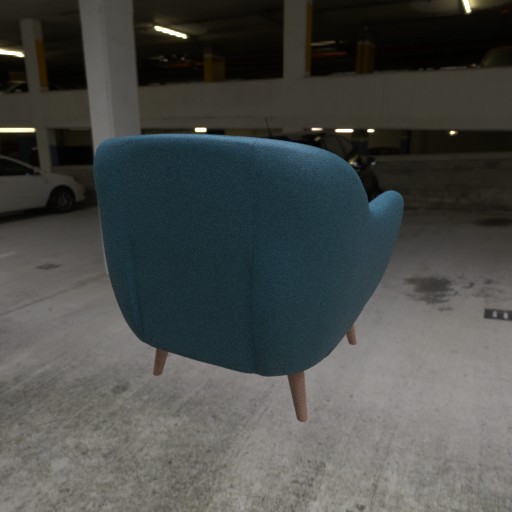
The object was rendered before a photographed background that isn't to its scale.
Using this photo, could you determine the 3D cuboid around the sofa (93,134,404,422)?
[{"bbox_3d":[0.000,0.000,1.520,0.836,0.817,0.825,8,18,26],"label":"sofa"}]
